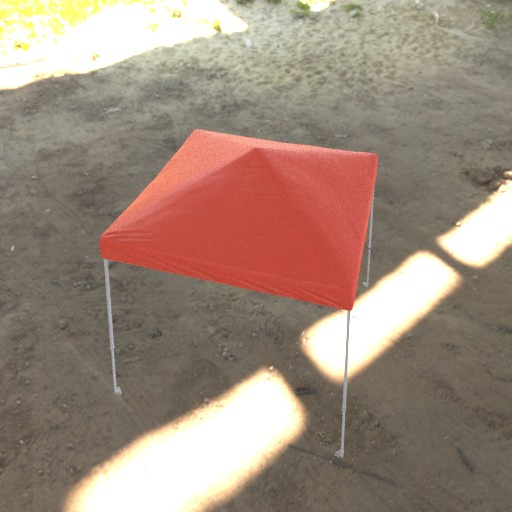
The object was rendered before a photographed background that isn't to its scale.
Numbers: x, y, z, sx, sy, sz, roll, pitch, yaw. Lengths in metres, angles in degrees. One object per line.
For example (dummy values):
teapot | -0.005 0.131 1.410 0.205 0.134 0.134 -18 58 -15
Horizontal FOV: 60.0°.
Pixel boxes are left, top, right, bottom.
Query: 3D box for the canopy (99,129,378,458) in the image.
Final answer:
canopy | 0.000 0.000 5.295 2.850 2.850 2.849 11 43 12
